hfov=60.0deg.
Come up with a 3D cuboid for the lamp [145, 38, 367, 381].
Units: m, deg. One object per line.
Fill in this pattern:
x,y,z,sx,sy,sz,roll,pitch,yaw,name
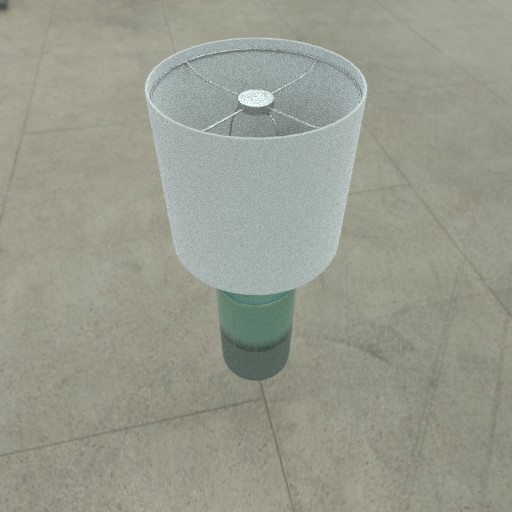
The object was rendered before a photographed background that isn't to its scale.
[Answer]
0.000,0.000,0.606,0.212,0.493,0.212,33,55,27,lamp
